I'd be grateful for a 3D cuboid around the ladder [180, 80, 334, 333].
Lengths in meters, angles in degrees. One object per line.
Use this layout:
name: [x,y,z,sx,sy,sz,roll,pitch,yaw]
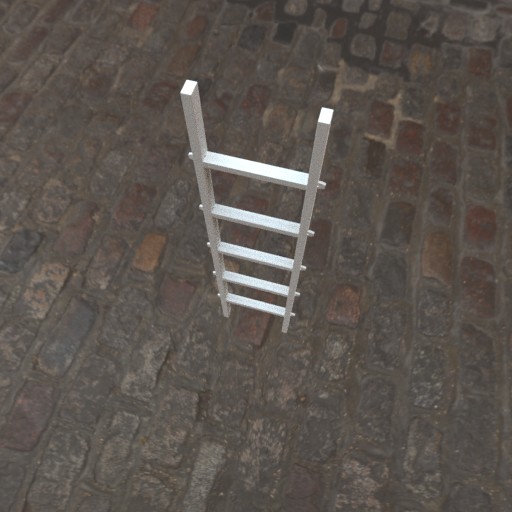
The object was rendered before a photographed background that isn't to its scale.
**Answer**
ladder: [0.000,0.000,1.960,0.452,1.797,0.051,14,64,7]
